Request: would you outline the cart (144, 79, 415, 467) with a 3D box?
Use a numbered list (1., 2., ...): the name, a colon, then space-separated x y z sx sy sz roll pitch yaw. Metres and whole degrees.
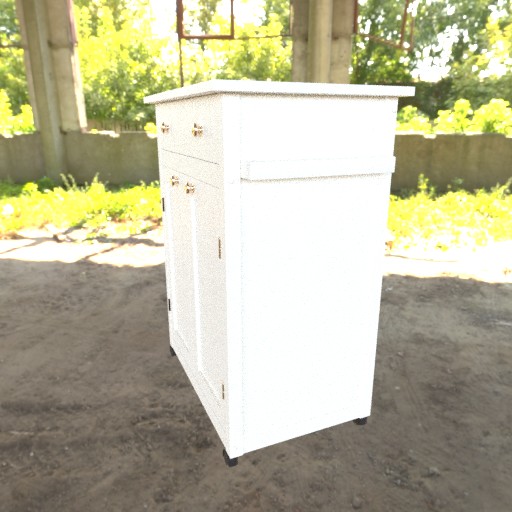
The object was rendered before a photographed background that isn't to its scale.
1. cart: 0.000 0.000 1.248 0.442 0.864 0.683 -7 18 -23
